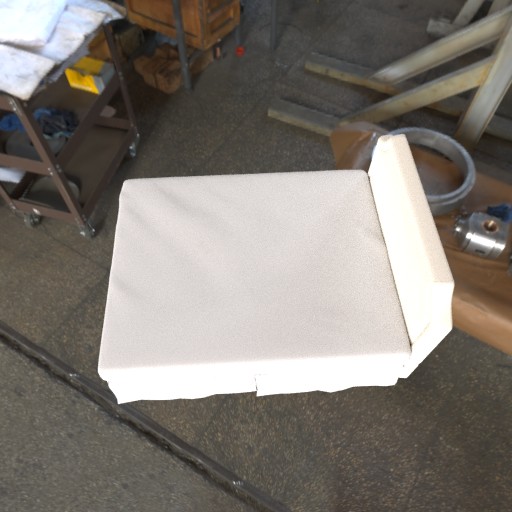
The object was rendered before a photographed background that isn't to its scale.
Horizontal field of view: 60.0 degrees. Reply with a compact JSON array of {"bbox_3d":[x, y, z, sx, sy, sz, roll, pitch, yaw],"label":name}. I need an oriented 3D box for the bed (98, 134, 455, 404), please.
[{"bbox_3d":[0.000,0.000,3.693,2.498,1.293,1.977,-3,58,-2],"label":"bed"}]
